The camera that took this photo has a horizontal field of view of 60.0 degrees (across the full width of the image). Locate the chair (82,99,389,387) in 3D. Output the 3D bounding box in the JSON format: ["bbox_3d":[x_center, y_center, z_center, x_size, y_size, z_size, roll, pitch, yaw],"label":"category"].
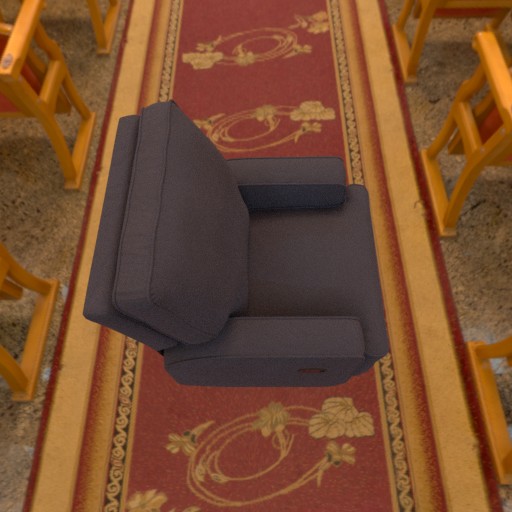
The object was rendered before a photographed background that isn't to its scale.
[{"bbox_3d":[0.000,0.000,1.707,0.964,0.962,0.861,0,63,0],"label":"chair"}]
